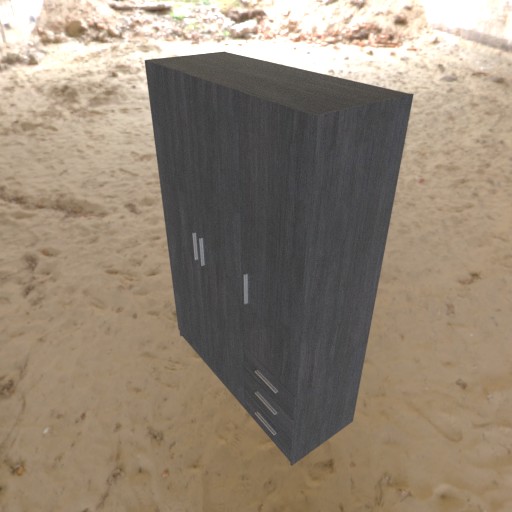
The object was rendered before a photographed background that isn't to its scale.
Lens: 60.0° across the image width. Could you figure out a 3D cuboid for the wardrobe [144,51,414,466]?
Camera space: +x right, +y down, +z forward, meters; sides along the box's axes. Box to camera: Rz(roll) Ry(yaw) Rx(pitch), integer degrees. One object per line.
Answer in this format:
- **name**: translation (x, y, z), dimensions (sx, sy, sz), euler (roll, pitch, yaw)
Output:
- **wardrobe**: translation (0.000, 0.000, 2.479), dimensions (0.510, 1.910, 1.290), euler (-22, 39, -30)
